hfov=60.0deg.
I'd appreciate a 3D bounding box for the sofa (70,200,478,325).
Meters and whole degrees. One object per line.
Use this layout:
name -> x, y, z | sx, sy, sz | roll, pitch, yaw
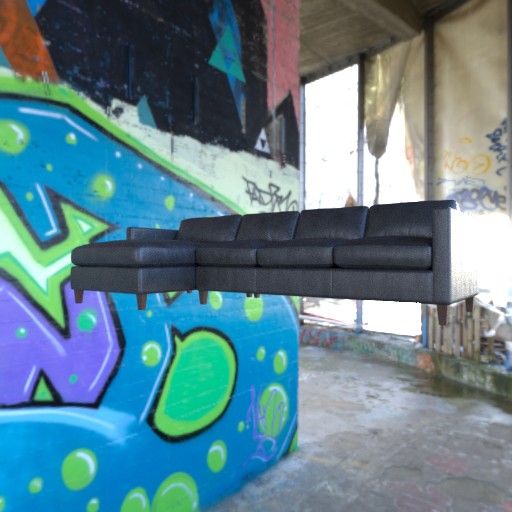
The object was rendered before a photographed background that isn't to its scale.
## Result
sofa -> 0.000, 0.000, 3.811 | 3.203, 0.883, 1.581 | 0, 0, 36
